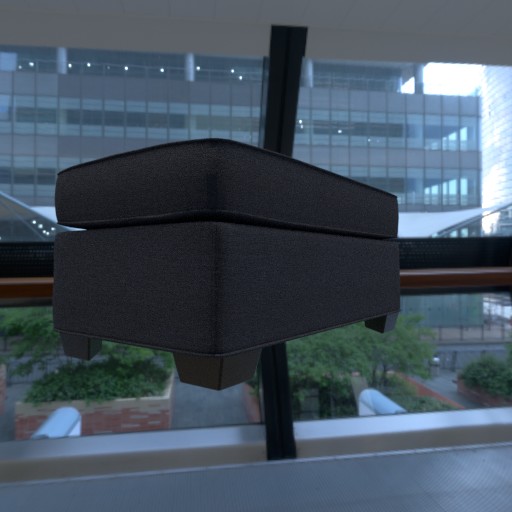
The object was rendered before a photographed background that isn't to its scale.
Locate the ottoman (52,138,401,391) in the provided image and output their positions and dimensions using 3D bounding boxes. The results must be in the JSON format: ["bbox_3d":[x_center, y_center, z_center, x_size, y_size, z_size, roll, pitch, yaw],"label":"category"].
[{"bbox_3d":[0.000,0.000,1.184,0.505,0.453,0.895,-1,-1,37],"label":"ottoman"}]
